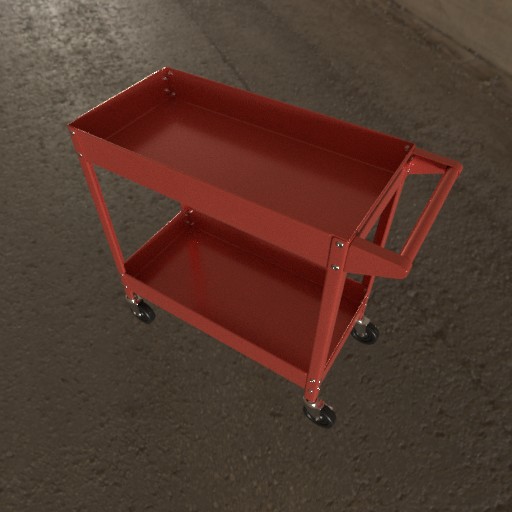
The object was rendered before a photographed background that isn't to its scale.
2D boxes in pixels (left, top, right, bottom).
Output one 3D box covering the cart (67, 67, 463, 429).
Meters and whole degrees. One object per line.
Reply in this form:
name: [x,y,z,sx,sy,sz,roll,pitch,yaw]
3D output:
cart: [0.000,0.000,1.187,0.779,0.719,0.366,25,52,21]
